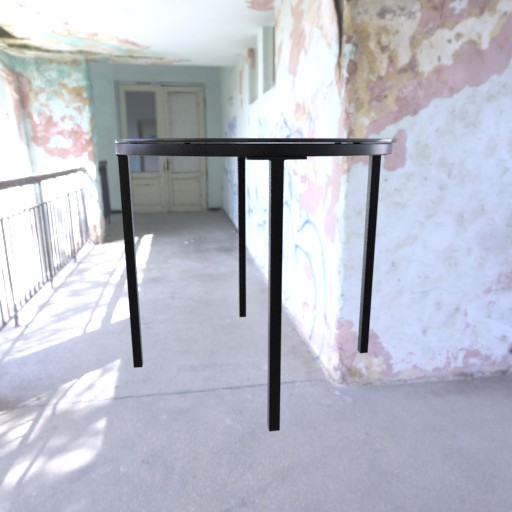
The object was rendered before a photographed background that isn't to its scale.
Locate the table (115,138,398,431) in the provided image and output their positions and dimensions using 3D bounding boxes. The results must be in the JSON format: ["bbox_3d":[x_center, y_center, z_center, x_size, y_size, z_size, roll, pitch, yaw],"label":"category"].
[{"bbox_3d":[0.000,0.000,0.872,0.499,0.443,0.499,0,14,0],"label":"table"}]
